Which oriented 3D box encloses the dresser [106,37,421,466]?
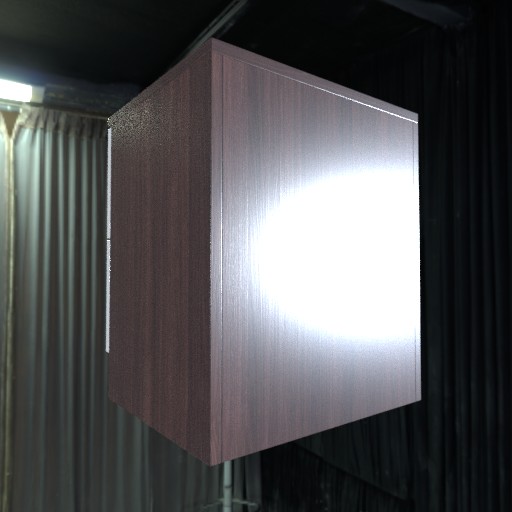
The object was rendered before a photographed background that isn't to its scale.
[{"bbox_3d":[0.000,0.000,0.749,0.400,0.470,0.360,1,-2,-37],"label":"dresser"}]
